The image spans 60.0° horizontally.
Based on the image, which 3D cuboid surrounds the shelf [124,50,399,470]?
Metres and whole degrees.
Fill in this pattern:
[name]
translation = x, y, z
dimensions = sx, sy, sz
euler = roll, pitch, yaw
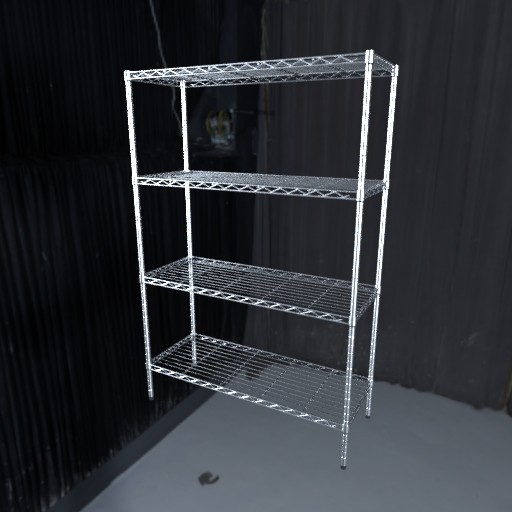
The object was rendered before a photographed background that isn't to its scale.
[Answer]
[shelf]
translation = 0.000, 0.000, 1.727
dimensions = 0.907, 1.360, 0.352
euler = 8, 18, 27
